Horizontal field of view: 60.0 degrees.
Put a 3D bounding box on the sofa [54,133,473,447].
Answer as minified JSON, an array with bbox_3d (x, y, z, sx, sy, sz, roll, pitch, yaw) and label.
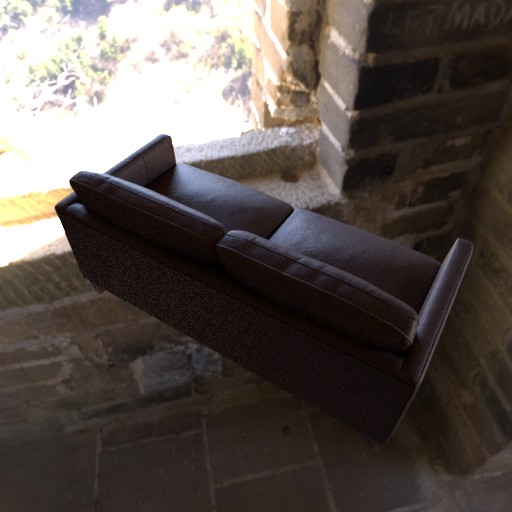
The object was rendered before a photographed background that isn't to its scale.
[{"bbox_3d":[0.000,0.000,2.408,1.971,0.863,0.923,24,50,22],"label":"sofa"}]
